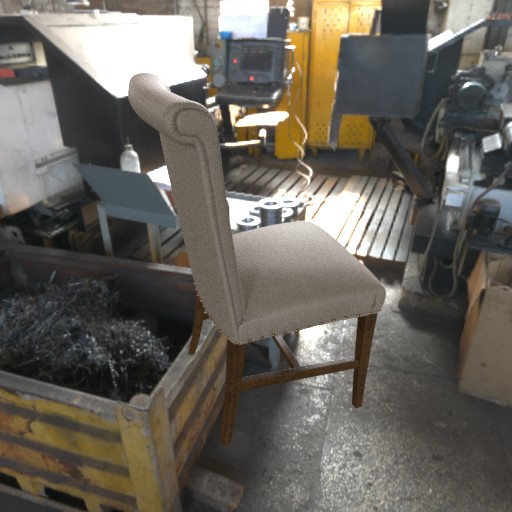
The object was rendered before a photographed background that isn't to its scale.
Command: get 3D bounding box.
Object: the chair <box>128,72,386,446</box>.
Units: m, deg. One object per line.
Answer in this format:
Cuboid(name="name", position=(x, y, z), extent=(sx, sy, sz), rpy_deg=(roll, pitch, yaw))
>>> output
Cuboid(name="chair", position=(0.000, 0.000, 1.321), extent=(0.608, 0.988, 0.513), rpy_deg=(-11, 31, -18))
